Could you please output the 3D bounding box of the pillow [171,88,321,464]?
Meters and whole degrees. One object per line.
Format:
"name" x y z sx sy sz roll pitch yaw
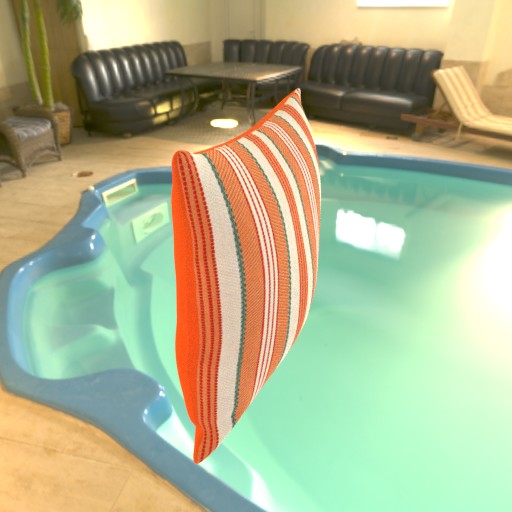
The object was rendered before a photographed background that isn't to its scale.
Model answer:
"pillow" 0.000 0.000 0.684 0.182 0.441 0.440 10 31 17
